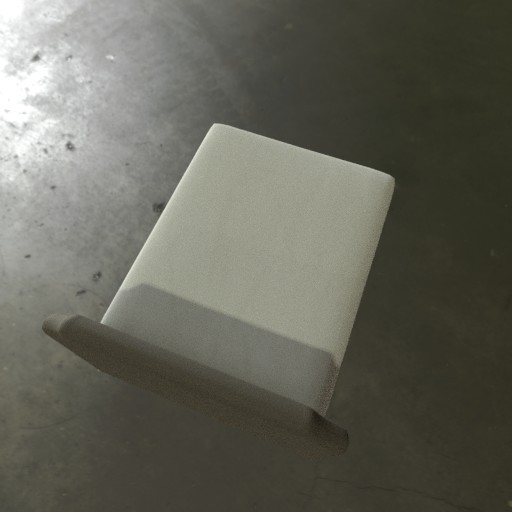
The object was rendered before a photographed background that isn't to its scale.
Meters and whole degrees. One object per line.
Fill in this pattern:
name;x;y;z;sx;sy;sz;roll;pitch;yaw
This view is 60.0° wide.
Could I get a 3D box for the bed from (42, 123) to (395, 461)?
bed;0.000;0.000;3.213;1.831;1.297;2.181;19;65;9
